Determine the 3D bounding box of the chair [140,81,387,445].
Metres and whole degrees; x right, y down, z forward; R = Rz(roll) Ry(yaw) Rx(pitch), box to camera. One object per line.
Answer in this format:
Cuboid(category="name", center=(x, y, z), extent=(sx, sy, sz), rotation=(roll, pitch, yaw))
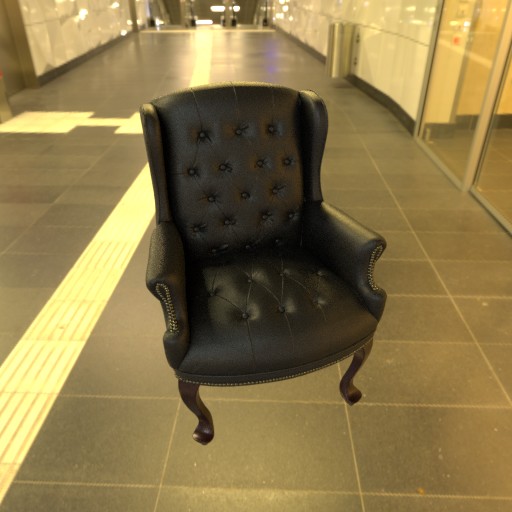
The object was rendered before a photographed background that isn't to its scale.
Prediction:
Cuboid(category="chair", center=(0.000, 0.000, 1.669), extent=(0.831, 1.133, 0.822), rotation=(-9, 32, -15))
